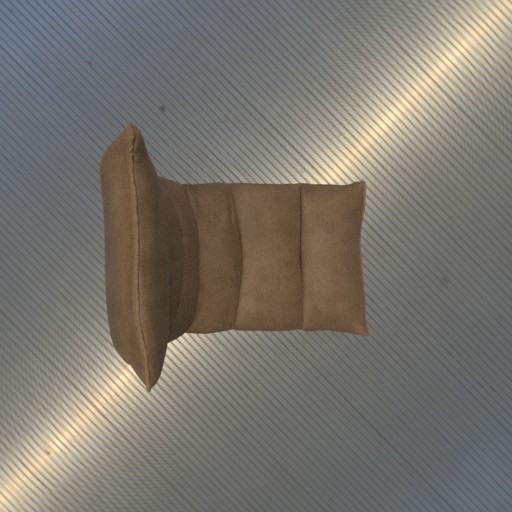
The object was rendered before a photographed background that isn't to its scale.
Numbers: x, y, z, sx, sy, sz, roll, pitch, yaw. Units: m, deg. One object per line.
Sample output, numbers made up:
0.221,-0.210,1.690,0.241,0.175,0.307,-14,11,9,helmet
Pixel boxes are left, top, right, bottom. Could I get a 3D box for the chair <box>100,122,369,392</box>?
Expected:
0.000,0.000,1.608,0.985,0.892,0.714,0,91,0,chair
